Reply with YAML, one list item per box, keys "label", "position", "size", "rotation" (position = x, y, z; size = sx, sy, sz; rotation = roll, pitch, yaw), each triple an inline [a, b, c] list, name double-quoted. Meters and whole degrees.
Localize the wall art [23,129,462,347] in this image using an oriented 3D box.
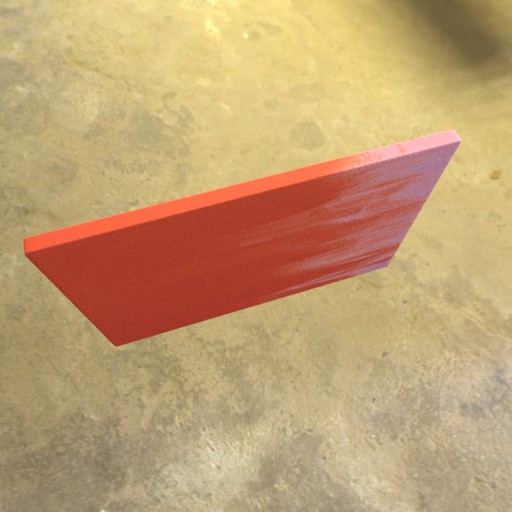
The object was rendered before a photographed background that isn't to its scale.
- label: "wall art"
  position: [0.000, 0.000, 1.160]
  size: [0.913, 0.609, 0.040]
  rotation: [-16, 63, -8]
